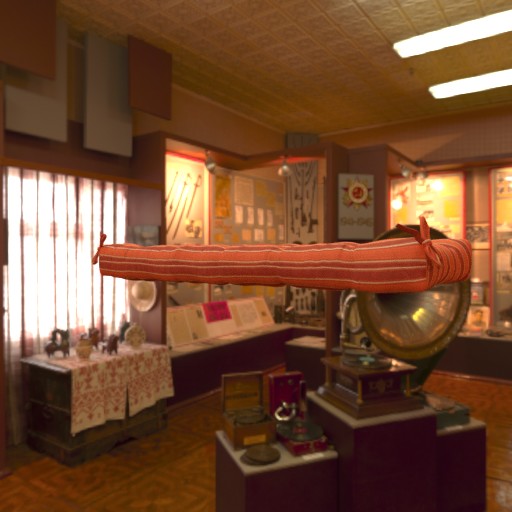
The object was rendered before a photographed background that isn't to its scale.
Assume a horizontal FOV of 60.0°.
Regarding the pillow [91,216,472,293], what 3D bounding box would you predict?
[{"bbox_3d":[0.000,0.000,1.368,1.194,0.174,0.511,0,0,37],"label":"pillow"}]
